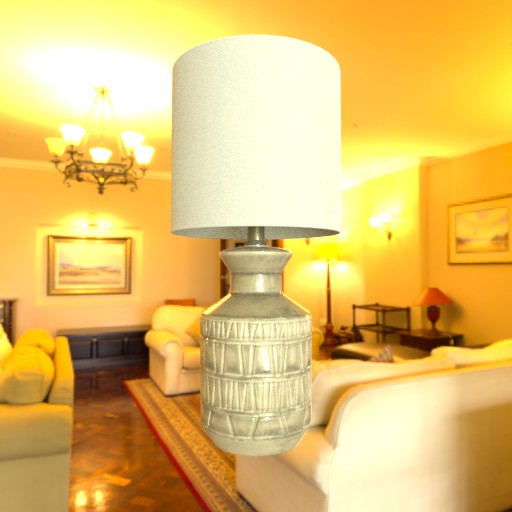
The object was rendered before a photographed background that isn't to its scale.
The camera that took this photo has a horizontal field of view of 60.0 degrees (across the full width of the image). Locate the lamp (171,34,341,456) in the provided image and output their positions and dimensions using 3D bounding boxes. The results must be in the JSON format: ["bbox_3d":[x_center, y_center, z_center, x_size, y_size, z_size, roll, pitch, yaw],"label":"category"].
[{"bbox_3d":[0.000,0.000,0.559,0.211,0.455,0.211,-1,-2,17],"label":"lamp"}]
